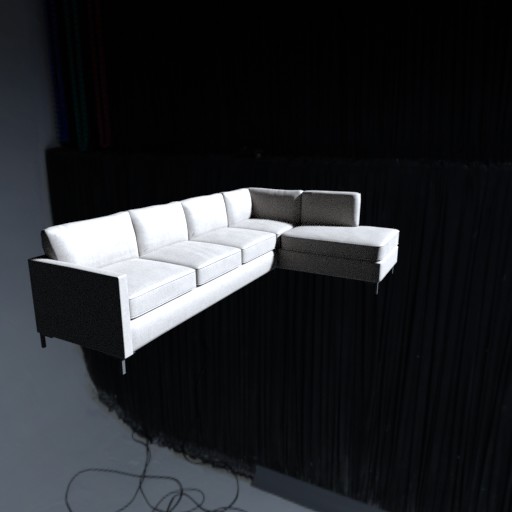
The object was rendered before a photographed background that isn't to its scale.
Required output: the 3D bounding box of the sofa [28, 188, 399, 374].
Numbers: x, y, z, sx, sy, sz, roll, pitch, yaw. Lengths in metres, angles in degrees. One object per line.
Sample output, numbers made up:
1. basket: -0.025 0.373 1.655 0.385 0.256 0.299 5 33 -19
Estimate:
1. sofa: 0.000 0.000 4.292 2.077 0.964 3.331 8 17 27
